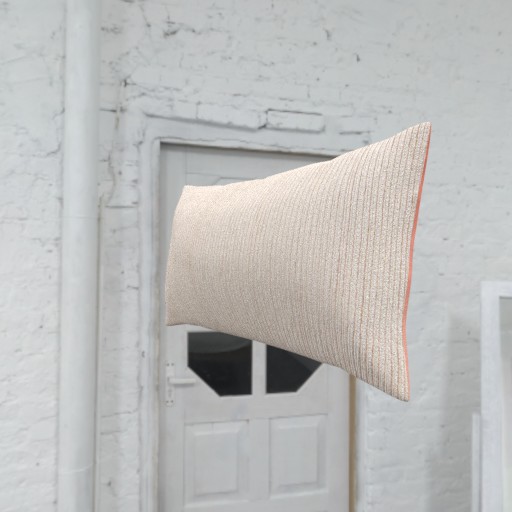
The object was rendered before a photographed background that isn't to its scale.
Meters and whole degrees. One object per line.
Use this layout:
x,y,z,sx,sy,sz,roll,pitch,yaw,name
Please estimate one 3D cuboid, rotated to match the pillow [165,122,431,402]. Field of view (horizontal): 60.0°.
0.000,0.000,0.727,0.155,0.307,0.608,0,1,-36,pillow
